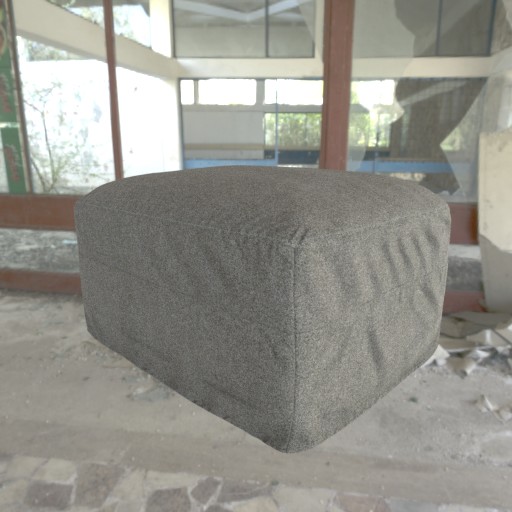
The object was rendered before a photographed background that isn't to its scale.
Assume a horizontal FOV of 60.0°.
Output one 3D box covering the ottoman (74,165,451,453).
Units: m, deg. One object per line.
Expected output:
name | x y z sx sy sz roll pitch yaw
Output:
ottoman | 0.000 0.000 1.210 0.837 0.481 0.683 14 21 42
